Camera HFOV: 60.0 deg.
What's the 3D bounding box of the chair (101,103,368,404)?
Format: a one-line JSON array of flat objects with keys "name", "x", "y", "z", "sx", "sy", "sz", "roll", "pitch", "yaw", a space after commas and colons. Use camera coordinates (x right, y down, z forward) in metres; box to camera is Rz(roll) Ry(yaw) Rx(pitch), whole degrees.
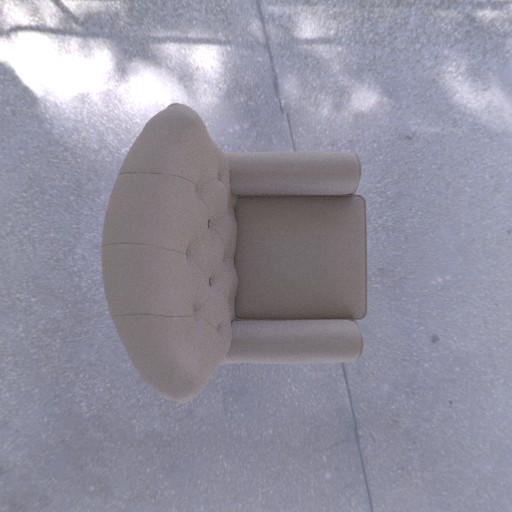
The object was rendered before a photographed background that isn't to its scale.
[{"name": "chair", "x": 0.000, "y": 0.000, "z": 1.961, "sx": 1.041, "sy": 1.138, "sz": 0.999, "roll": 0, "pitch": 89, "yaw": -1}]
